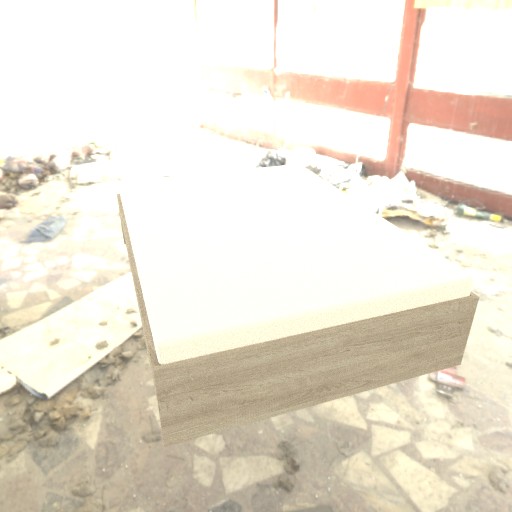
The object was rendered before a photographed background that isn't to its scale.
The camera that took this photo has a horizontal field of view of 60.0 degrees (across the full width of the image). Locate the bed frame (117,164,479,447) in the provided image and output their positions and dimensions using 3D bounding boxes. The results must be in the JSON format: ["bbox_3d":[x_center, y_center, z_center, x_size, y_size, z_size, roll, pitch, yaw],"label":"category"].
[{"bbox_3d":[0.000,0.000,2.661,1.448,0.490,1.944,-9,29,-17],"label":"bed frame"}]
